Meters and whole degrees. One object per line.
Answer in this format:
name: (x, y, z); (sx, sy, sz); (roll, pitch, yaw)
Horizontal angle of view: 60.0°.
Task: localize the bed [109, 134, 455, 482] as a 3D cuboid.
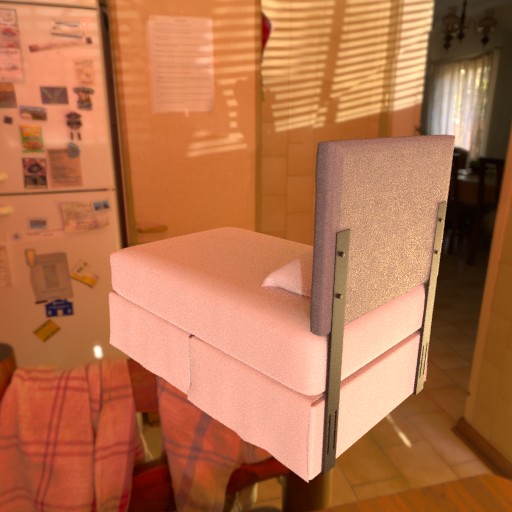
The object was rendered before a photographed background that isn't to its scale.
bed: (0.000, 0.000, 2.929); (1.261, 1.571, 1.997); (-16, 23, -42)
